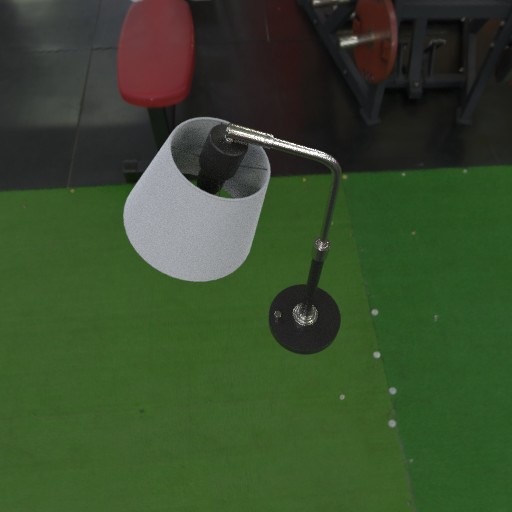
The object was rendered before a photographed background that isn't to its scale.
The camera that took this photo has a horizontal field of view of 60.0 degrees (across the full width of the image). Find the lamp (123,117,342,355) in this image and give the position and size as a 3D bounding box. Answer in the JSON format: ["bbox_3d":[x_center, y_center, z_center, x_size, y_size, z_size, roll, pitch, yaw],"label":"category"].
[{"bbox_3d":[0.000,0.000,0.696,0.348,0.539,0.181,-2,59,-1],"label":"lamp"}]
